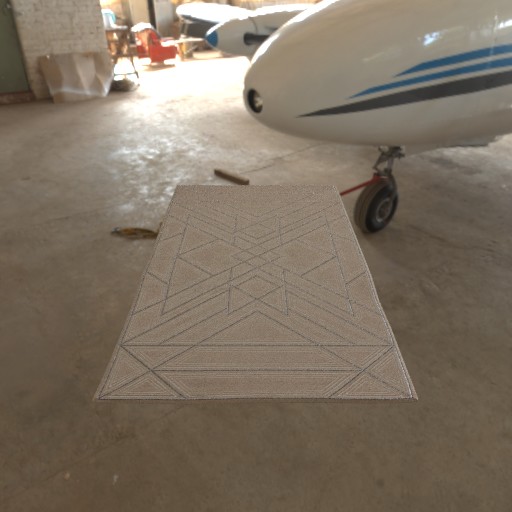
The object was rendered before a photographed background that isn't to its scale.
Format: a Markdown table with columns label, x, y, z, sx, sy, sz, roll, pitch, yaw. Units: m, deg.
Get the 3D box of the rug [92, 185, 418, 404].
| label | x | y | z | sx | sy | sz | roll | pitch | yaw |
| --- | --- | --- | --- | --- | --- | --- | --- | --- | --- |
| rug | 0.000 | 0.000 | 1.057 | 0.511 | 0.008 | 0.869 | 0 | 32 | 0 |
